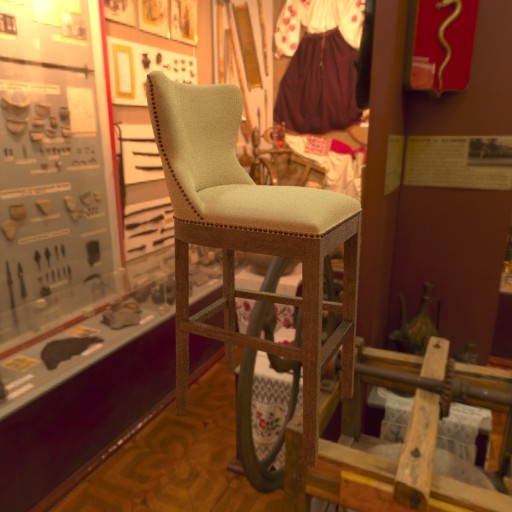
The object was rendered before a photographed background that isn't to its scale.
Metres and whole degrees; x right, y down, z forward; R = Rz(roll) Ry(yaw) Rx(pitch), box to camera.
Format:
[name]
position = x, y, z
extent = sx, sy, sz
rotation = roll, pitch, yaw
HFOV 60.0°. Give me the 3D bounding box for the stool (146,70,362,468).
[stool]
position = 0.000, 0.000, 1.469
extent = 0.606, 1.123, 0.494
rotation = 8, 18, 26
